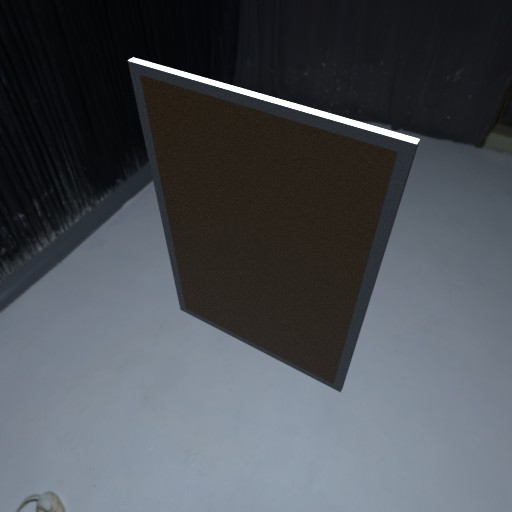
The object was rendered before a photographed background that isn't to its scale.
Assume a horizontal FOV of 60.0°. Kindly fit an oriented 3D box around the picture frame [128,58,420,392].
[{"bbox_3d":[0.000,0.000,0.857,0.457,0.657,0.013,23,51,20],"label":"picture frame"}]
